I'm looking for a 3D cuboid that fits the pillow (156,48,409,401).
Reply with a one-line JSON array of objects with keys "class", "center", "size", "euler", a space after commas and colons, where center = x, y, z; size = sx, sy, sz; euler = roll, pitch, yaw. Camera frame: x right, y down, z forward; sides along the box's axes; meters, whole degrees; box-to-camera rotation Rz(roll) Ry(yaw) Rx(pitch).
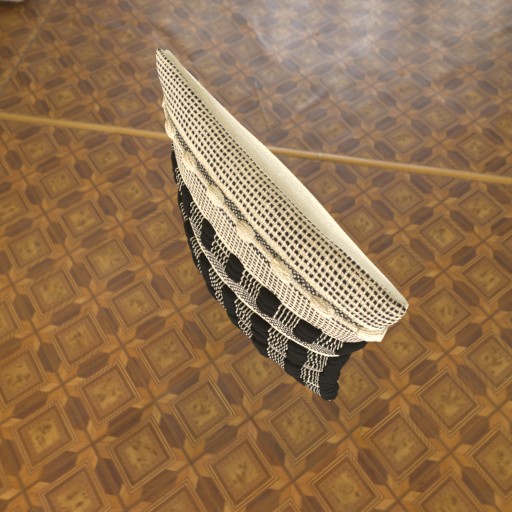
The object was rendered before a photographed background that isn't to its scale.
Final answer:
[{"class": "pillow", "center": [0.000, 0.000, 0.658], "size": [0.156, 0.438, 0.436], "euler": [-33, 67, -16]}]
